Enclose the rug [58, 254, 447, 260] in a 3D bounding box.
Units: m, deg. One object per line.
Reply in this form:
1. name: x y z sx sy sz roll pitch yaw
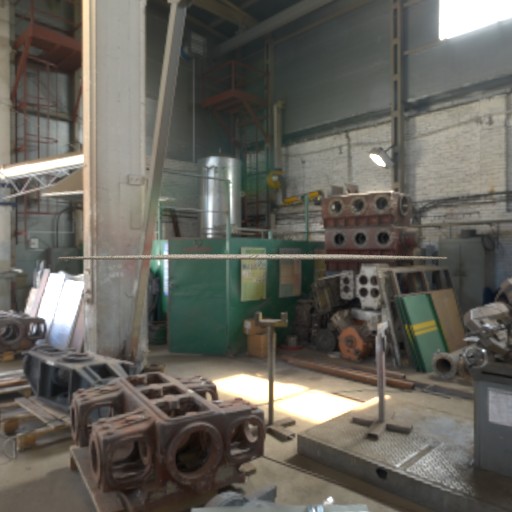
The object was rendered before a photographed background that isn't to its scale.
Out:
1. rug: 0.000 0.000 2.298 1.220 0.007 1.828 0 0 1
